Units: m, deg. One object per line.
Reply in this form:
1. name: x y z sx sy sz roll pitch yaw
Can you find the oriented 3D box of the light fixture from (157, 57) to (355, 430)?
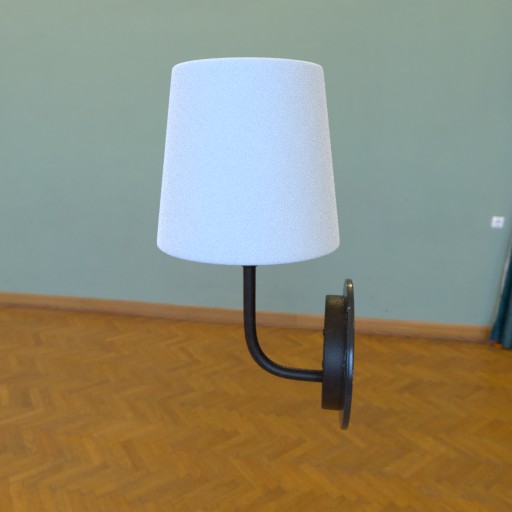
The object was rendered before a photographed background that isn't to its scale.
1. light fixture: 0.000 0.000 0.430 0.188 0.337 0.168 2 16 9
